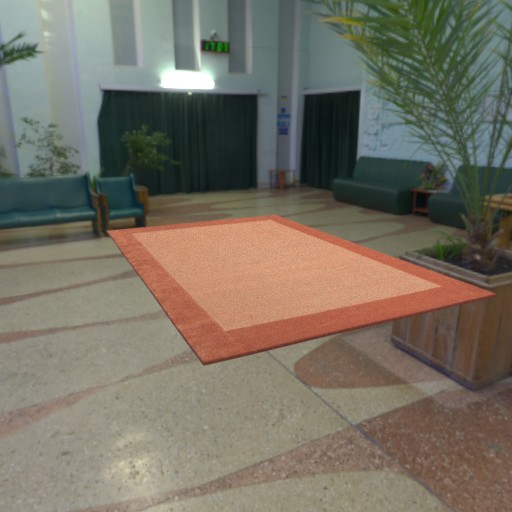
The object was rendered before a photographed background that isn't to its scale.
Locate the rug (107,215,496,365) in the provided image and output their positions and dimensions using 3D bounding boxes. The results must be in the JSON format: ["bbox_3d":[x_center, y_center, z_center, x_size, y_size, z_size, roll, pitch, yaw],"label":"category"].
[{"bbox_3d":[0.000,0.000,2.281,1.219,0.014,1.829,-8,18,-25],"label":"rug"}]
